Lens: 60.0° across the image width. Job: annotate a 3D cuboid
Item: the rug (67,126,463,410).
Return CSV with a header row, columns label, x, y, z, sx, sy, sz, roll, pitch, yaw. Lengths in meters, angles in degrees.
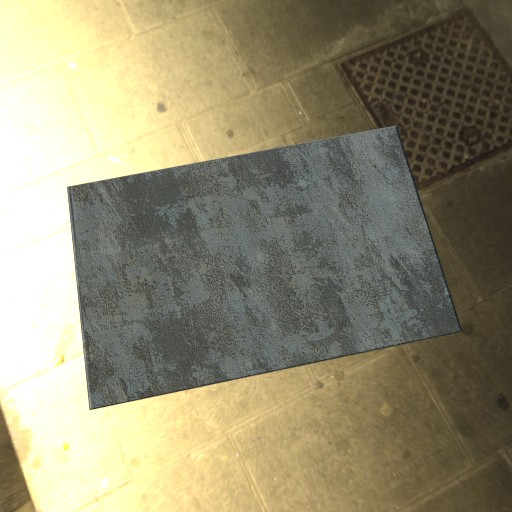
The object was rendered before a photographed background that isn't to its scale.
label,x,y,z,sx,sy,sz,roll,pitch,yaw
rug,0.000,0.000,3.013,2.431,0.012,1.536,-11,75,-3
